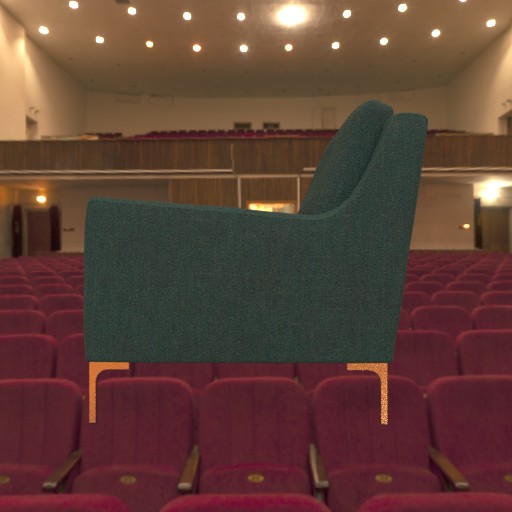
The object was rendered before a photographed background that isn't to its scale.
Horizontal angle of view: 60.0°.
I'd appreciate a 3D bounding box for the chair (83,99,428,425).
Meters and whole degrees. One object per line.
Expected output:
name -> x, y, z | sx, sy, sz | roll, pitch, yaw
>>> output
chair -> 0.000, 0.000, 1.480 | 0.849, 0.828, 0.847 | 0, 0, 1
